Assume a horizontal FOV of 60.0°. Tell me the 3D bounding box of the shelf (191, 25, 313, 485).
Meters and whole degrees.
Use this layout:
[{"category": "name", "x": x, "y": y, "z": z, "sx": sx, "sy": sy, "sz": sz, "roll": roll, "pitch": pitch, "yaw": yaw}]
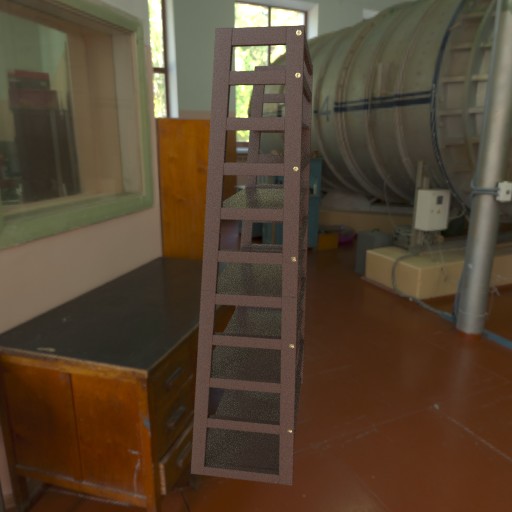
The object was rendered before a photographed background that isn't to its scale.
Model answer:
[{"category": "shelf", "x": 0.000, "y": 0.000, "z": 1.880, "sx": 0.403, "sy": 1.600, "sz": 0.763, "roll": 2, "pitch": 15, "yaw": 9}]
